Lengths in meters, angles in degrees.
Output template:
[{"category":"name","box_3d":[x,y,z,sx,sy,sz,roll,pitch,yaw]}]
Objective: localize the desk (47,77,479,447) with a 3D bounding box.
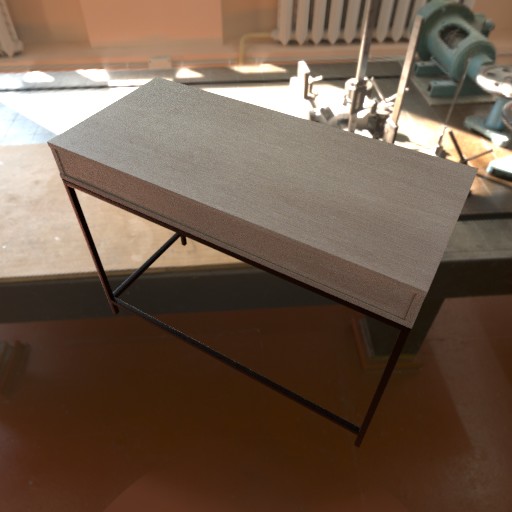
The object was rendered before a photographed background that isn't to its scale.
[{"category":"desk","box_3d":[0.000,0.000,1.415,1.016,0.762,0.470,23,50,21]}]
